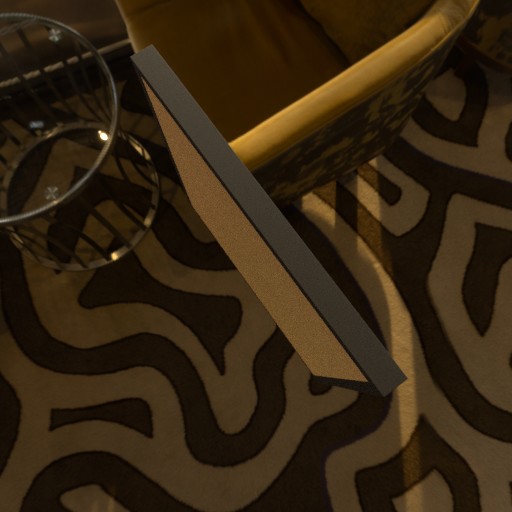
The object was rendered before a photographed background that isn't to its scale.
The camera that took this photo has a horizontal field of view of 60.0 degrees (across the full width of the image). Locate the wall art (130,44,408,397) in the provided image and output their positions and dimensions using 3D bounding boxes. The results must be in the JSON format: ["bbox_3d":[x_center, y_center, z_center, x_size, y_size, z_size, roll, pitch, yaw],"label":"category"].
[{"bbox_3d":[0.000,0.000,0.762,0.033,0.507,0.508,-35,78,-8],"label":"wall art"}]
